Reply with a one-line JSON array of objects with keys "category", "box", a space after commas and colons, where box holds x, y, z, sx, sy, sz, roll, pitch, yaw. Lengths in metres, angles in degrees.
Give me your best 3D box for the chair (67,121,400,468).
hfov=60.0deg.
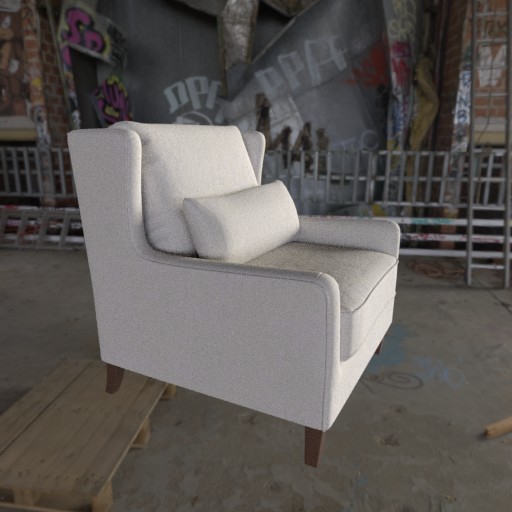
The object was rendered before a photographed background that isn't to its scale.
[{"category": "chair", "box": [0.000, 0.000, 1.829, 1.040, 1.056, 0.982, 8, 17, 27]}]
